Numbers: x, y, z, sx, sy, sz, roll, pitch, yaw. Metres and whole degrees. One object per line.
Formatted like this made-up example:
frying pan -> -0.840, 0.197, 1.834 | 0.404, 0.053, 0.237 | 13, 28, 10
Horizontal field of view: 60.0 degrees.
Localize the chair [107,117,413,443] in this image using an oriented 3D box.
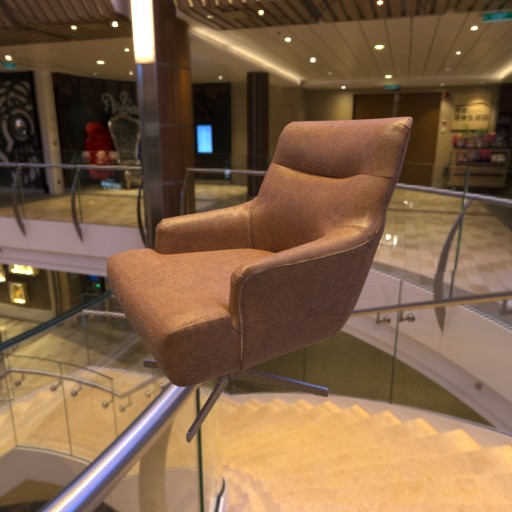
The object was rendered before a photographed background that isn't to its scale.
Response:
chair -> 0.000, 0.000, 1.461 | 0.874, 0.869, 0.729 | -8, 17, -27
